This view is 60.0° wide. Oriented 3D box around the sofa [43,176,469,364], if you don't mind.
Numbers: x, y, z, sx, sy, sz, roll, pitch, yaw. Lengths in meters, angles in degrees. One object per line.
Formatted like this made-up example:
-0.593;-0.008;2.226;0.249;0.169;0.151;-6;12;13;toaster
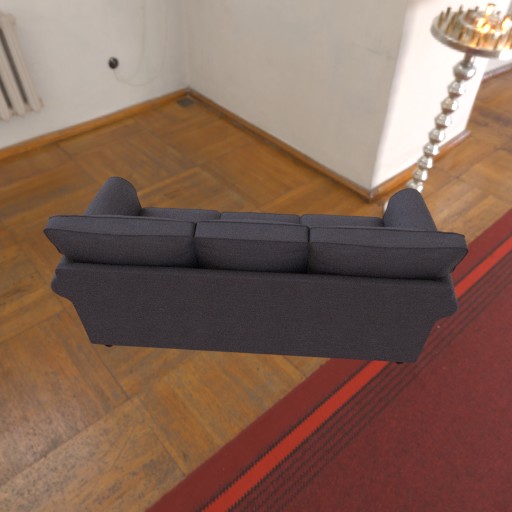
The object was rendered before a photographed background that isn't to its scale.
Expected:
0.000;0.000;2.648;2.084;0.966;0.909;3;44;3;sofa
